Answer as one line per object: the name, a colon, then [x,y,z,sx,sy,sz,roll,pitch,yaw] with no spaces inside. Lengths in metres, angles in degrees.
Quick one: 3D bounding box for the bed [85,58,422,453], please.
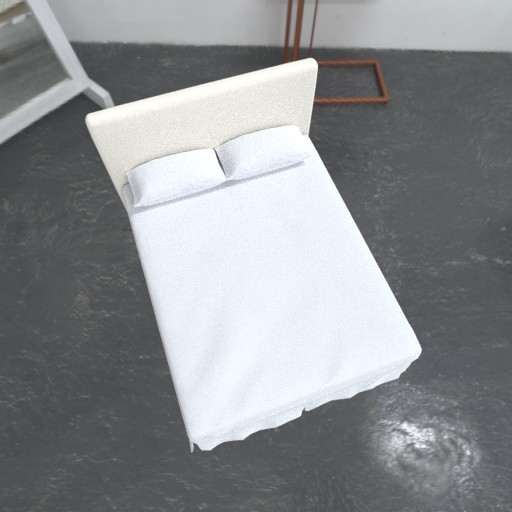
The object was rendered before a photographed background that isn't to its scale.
bed: [0.000,0.000,3.164,1.713,1.330,2.142,-18,64,-9]
